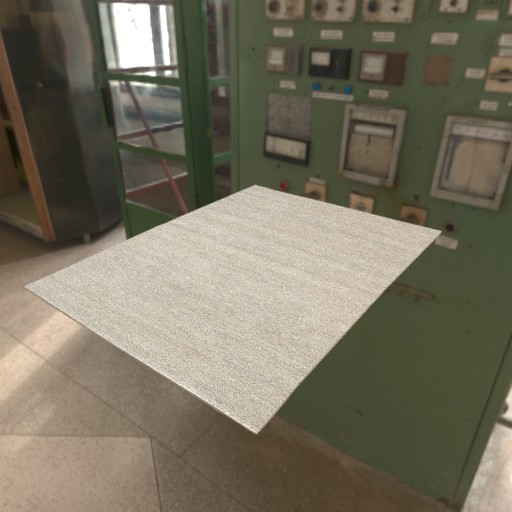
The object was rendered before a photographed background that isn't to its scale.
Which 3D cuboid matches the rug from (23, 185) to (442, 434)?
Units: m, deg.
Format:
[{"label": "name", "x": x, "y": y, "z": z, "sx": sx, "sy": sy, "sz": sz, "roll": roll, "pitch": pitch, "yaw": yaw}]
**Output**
[{"label": "rug", "x": 0.000, "y": 0.000, "z": 4.685, "sx": 2.757, "sy": 0.051, "sz": 3.626, "roll": 20, "pitch": 34, "yaw": 32}]
